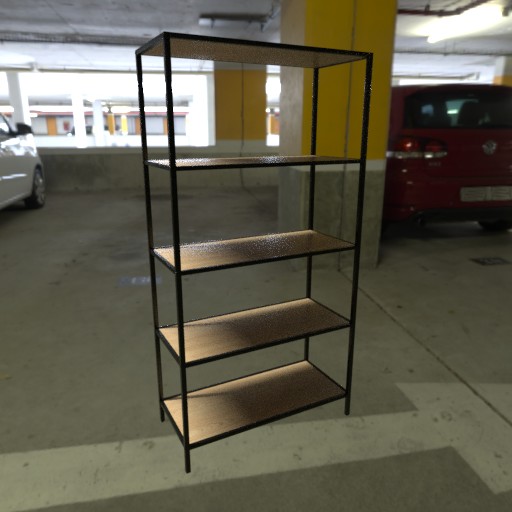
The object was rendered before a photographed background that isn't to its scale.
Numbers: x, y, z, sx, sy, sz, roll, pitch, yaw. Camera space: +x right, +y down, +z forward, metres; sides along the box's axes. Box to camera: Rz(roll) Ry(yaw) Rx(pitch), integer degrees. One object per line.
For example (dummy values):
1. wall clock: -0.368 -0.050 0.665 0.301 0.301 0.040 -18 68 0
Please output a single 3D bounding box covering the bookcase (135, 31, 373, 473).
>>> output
1. bookcase: 0.000 0.000 1.769 0.770 1.500 0.350 -8 18 -27
